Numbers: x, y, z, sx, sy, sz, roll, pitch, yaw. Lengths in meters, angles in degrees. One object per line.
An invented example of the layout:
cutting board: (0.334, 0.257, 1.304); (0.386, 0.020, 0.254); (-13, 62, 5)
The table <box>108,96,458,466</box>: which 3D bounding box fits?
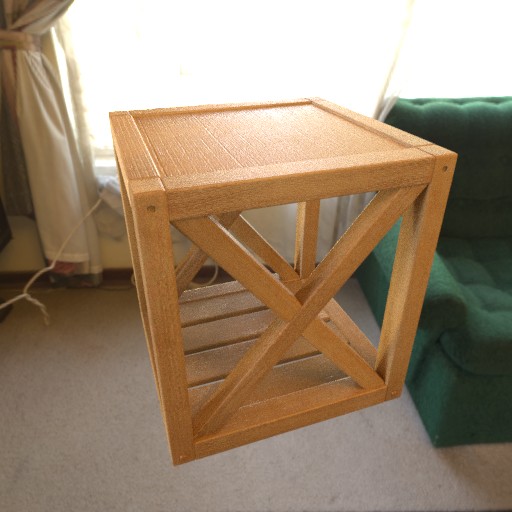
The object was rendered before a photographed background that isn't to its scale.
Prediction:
table: (0.000, 0.000, 1.069); (0.559, 0.610, 0.558); (-10, 32, -17)
